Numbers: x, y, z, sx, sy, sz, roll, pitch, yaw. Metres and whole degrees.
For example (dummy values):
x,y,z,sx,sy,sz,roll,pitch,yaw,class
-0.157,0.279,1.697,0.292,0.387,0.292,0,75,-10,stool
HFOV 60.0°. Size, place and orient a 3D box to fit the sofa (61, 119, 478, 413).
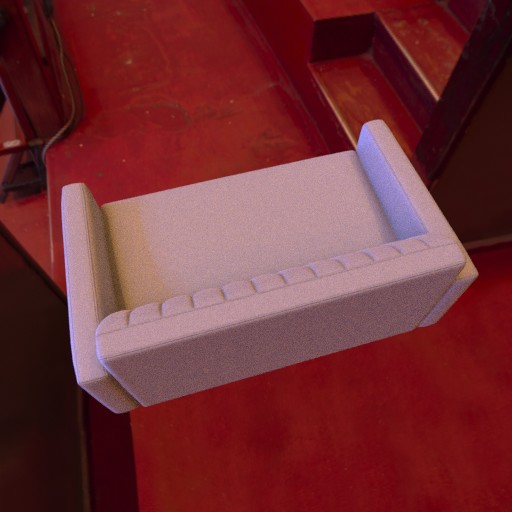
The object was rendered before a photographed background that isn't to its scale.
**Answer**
x,y,z,sx,sy,sz,roll,pitch,yaw,class
0.000,0.000,2.077,1.585,0.801,0.950,-14,60,-8,sofa
